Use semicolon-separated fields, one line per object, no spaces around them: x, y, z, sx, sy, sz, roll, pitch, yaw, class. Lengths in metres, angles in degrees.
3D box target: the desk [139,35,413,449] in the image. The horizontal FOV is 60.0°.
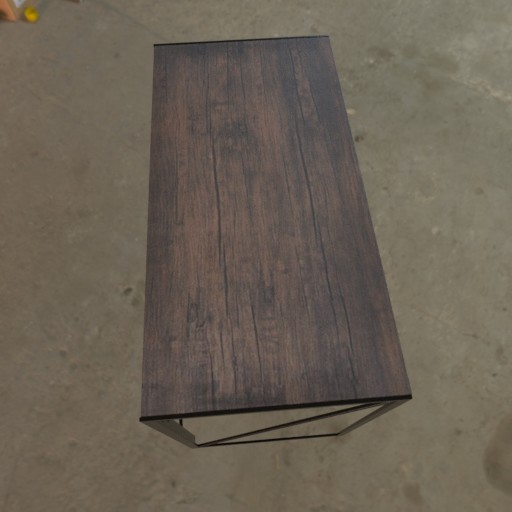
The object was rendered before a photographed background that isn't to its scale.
0.000;0.000;1.373;0.505;0.747;1.015;-4;63;-2;desk
